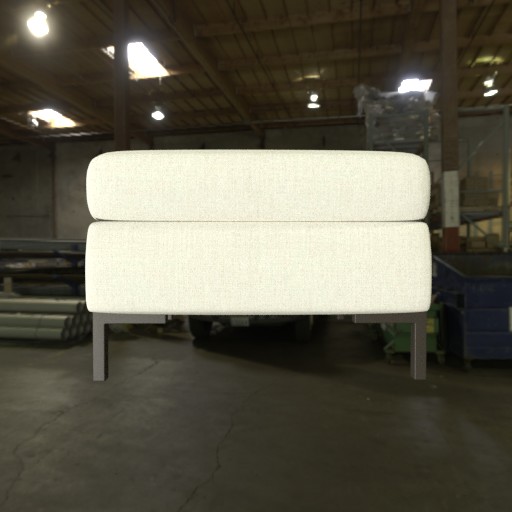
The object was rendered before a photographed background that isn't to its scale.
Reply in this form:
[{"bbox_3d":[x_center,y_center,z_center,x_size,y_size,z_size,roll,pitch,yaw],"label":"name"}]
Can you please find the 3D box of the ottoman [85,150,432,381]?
[{"bbox_3d":[0.000,0.000,1.190,0.657,0.453,0.794,0,1,-1],"label":"ottoman"}]
